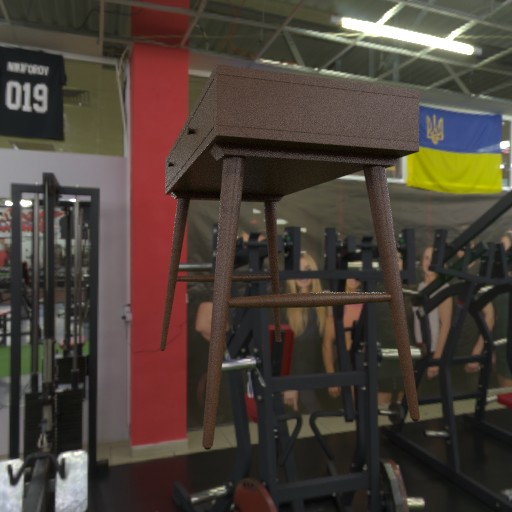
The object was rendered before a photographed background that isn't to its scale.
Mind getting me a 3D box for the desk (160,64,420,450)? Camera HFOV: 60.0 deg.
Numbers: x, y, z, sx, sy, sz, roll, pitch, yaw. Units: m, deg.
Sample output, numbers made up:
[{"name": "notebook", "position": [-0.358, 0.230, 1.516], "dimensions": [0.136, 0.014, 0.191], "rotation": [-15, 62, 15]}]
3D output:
[{"name": "desk", "position": [0.000, 0.000, 1.388], "dimensions": [0.510, 0.758, 0.949], "rotation": [0, 1, -17]}]
